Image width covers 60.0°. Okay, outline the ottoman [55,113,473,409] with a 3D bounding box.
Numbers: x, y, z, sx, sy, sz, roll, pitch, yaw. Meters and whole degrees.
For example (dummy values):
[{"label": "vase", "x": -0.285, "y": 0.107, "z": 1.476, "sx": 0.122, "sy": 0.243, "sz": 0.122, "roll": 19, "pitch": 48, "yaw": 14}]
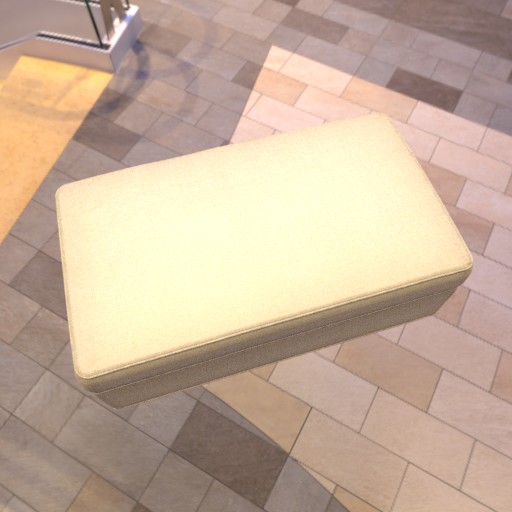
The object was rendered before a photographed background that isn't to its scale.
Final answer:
[{"label": "ottoman", "x": 0.000, "y": 0.000, "z": 1.416, "sx": 1.097, "sy": 0.461, "sz": 0.617, "roll": -15, "pitch": 63, "yaw": -8}]
